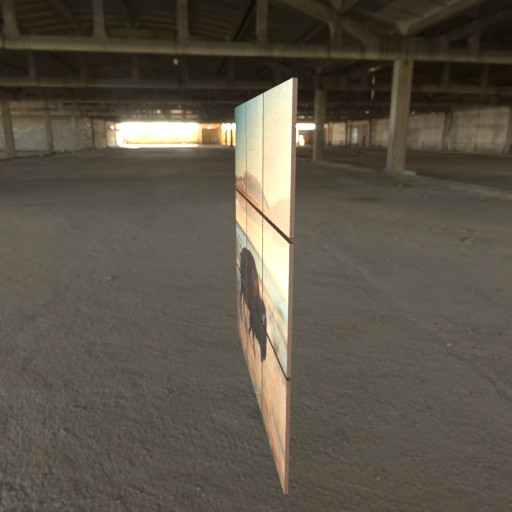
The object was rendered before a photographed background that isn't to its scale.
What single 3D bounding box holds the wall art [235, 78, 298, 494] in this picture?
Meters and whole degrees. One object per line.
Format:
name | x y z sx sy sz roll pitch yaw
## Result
wall art | 0.000 0.000 1.810 0.019 1.218 1.221 -2 15 -9
